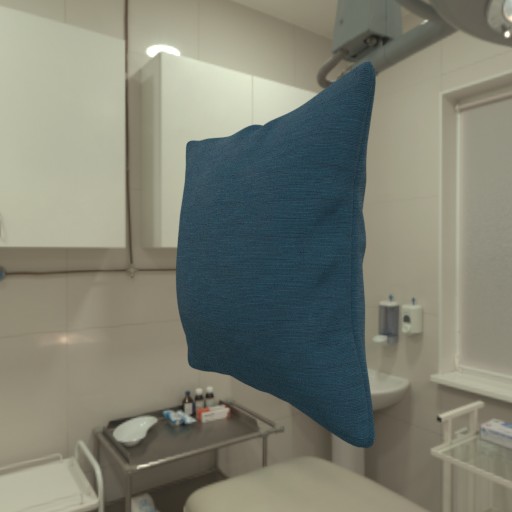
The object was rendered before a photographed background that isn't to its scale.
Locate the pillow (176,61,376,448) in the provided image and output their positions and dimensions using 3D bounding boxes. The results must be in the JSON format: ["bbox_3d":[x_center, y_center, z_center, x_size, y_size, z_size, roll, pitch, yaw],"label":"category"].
[{"bbox_3d":[0.000,0.000,0.649,0.177,0.420,0.437,-1,1,-35],"label":"pillow"}]
